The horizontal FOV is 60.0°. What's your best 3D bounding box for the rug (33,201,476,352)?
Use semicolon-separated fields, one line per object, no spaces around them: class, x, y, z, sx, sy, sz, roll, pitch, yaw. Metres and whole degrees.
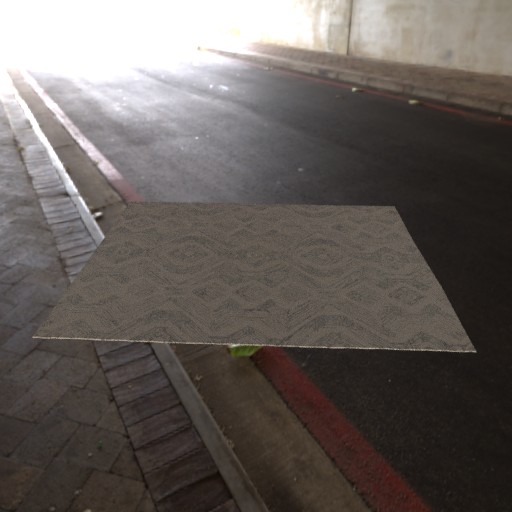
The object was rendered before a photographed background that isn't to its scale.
rug;0.000;0.000;4.056;3.054;0.030;2.430;1;30;2
